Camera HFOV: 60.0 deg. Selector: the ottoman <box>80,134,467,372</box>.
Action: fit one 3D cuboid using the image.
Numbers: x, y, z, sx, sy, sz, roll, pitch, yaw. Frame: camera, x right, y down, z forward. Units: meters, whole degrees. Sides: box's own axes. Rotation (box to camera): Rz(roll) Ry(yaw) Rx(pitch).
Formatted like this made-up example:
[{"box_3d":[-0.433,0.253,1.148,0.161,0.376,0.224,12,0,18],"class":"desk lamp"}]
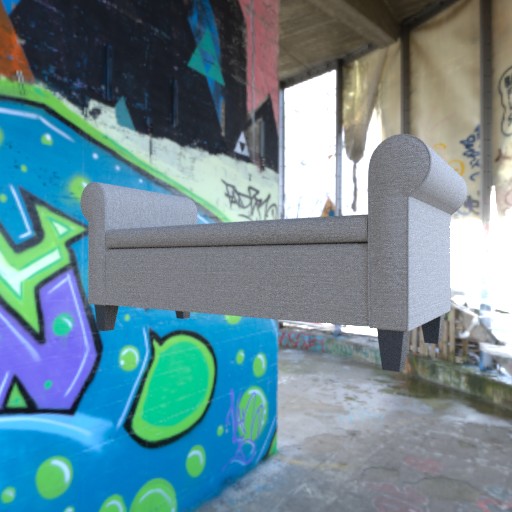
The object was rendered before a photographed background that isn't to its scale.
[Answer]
[{"box_3d":[0.000,0.000,1.523,1.256,0.547,0.521,0,-1,34],"class":"ottoman"}]
